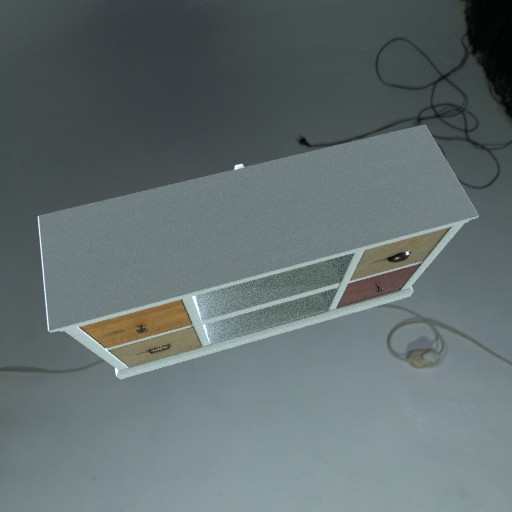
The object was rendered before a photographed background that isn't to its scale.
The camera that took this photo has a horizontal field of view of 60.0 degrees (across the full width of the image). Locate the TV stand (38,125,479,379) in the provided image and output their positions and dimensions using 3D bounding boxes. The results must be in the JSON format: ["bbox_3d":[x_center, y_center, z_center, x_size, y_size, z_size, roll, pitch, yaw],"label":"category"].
[{"bbox_3d":[0.000,0.000,1.531,1.187,0.624,0.424,-15,65,-7],"label":"TV stand"}]
